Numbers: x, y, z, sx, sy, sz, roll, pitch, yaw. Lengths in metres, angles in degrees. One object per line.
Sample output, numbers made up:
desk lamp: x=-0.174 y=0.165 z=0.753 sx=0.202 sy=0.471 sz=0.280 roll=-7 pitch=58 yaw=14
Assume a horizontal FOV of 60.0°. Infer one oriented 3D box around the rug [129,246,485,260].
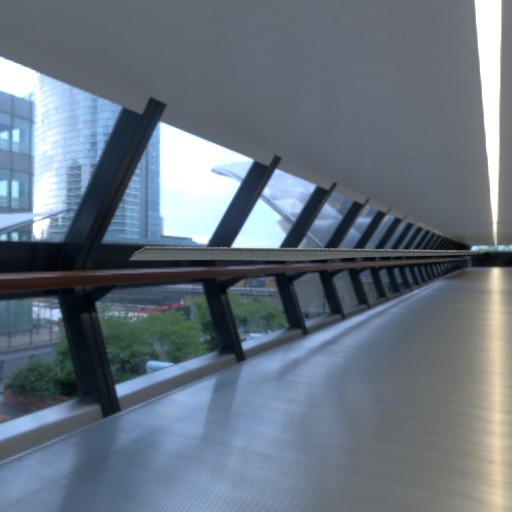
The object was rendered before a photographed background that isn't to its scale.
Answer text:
rug: x=0.000 y=0.000 z=3.028 sx=1.616 sy=0.030 sz=2.338 roll=0 pitch=-2 yaw=-17
